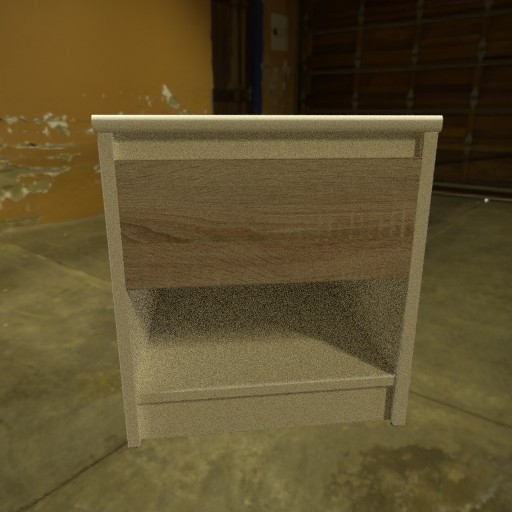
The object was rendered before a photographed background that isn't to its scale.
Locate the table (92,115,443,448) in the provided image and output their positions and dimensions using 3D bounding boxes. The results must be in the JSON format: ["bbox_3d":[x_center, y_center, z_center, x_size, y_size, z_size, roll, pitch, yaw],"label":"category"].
[{"bbox_3d":[0.000,0.000,0.769,0.420,0.460,0.380,-2,17,-7],"label":"table"}]
